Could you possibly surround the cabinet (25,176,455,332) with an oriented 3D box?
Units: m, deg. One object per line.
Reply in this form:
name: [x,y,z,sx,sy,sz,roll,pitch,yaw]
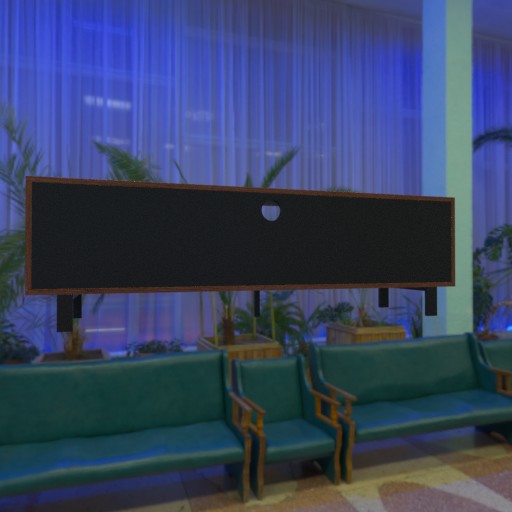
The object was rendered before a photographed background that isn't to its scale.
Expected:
cabinet: [0.000,0.000,1.835,1.650,0.500,0.400,0,-1,-17]
